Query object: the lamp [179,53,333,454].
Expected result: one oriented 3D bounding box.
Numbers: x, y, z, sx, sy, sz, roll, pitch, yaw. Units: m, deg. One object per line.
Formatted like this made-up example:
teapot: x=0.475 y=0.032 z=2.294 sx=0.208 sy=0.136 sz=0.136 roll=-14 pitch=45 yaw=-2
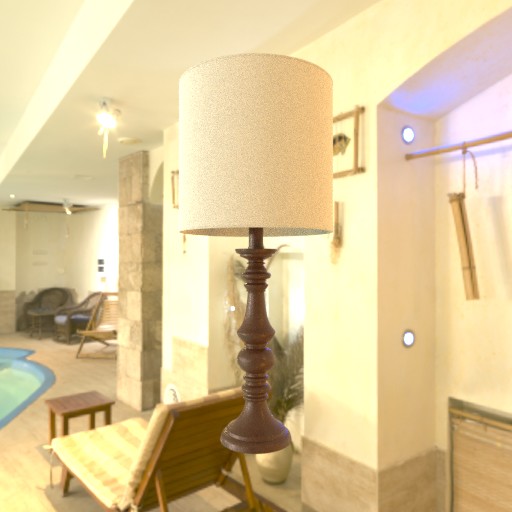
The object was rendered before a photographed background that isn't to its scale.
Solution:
lamp: x=0.000 y=0.000 z=0.728 sx=0.250 sy=0.597 sz=0.250 roll=0 pitch=-1 yaw=-37
